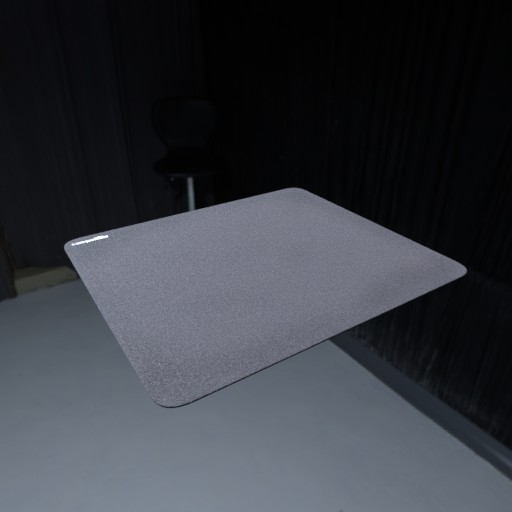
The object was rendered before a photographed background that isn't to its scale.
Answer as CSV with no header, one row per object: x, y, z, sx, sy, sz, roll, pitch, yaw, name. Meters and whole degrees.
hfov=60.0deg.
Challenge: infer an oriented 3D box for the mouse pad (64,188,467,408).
0.000,0.000,0.635,0.451,0.002,0.393,-17,33,-29,mouse pad
